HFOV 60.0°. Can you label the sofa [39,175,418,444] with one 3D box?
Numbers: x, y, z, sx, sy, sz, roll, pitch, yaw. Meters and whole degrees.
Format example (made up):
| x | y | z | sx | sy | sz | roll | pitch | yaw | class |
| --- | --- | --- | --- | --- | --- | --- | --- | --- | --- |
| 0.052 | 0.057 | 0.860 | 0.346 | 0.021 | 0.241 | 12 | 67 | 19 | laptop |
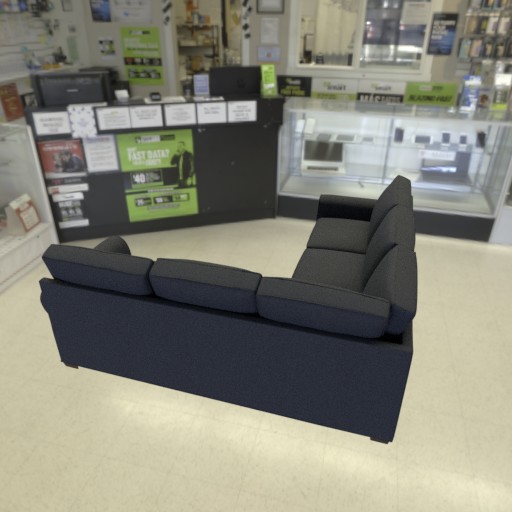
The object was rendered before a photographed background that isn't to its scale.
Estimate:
| x | y | z | sx | sy | sz | roll | pitch | yaw | class |
| --- | --- | --- | --- | --- | --- | --- | --- | --- | --- |
| 0.000 | 0.000 | 3.905 | 2.562 | 1.042 | 2.487 | 9 | 31 | 15 | sofa |
